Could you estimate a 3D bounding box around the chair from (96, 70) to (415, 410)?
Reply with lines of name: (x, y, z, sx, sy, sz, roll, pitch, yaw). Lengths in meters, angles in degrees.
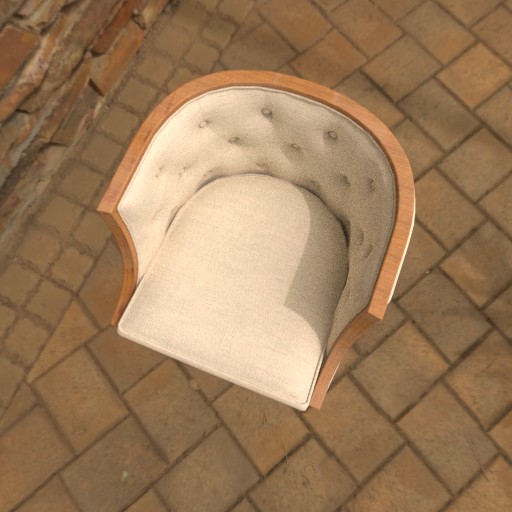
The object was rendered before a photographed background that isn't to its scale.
chair: (0.000, 0.000, 1.378, 0.711, 0.775, 0.757, 21, 76, 5)
